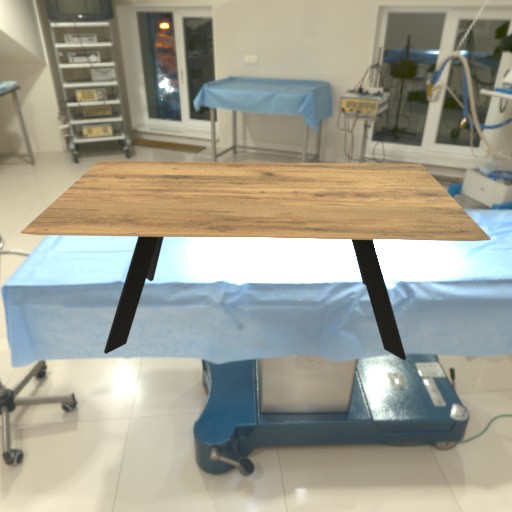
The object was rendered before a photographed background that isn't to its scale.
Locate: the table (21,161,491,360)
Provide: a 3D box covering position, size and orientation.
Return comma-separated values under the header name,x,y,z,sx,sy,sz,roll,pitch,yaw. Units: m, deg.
name,x,y,z,sx,sy,sz,roll,pitch,yaw
table,0.000,0.000,2.507,2.000,0.770,1.000,1,30,2
